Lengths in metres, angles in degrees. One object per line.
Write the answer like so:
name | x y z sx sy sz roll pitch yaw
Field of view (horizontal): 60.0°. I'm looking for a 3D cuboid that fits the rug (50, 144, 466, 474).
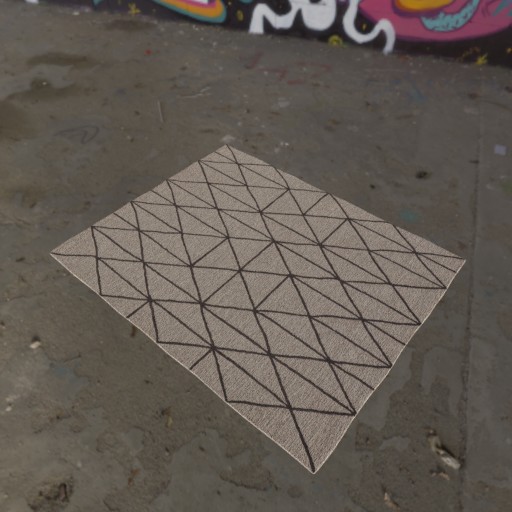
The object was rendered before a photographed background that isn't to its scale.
rug | 0.000 0.000 4.134 3.061 0.022 2.468 31 54 27
